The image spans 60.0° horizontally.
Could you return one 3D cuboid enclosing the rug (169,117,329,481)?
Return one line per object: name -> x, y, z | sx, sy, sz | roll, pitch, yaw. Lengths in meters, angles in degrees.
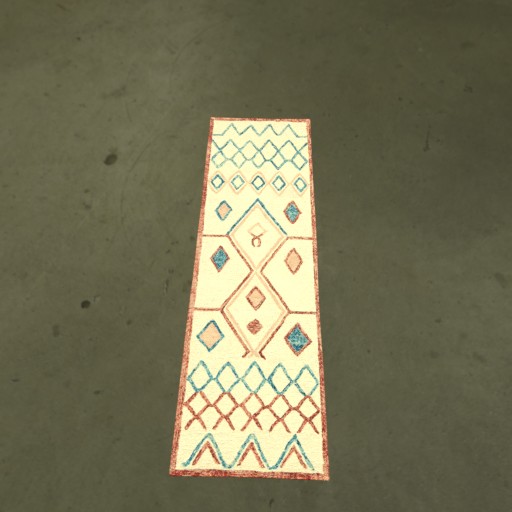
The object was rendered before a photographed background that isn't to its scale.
rug -> 0.000, 0.000, 2.704 | 0.750, 0.011, 2.435 | 1, 58, 1
